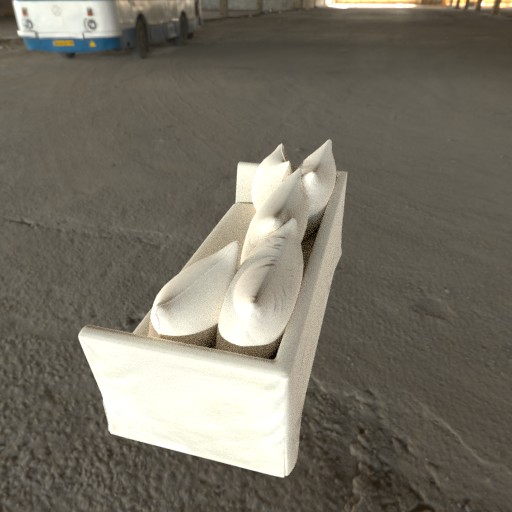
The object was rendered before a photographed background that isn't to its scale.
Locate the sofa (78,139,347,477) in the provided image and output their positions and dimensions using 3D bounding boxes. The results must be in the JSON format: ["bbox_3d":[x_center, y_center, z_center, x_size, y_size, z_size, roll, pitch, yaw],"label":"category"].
[{"bbox_3d":[0.000,0.000,3.018,1.030,1.042,2.484,8,32,13],"label":"sofa"}]
